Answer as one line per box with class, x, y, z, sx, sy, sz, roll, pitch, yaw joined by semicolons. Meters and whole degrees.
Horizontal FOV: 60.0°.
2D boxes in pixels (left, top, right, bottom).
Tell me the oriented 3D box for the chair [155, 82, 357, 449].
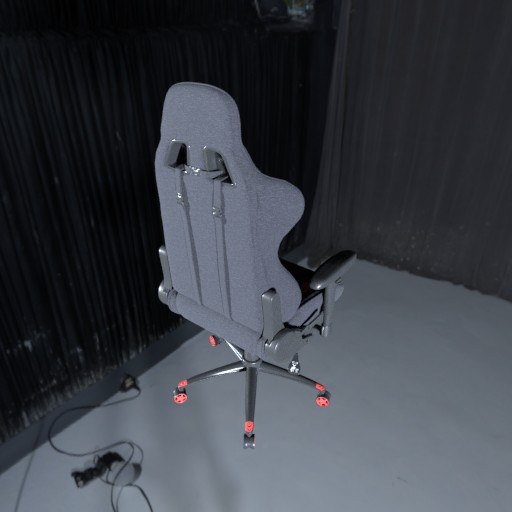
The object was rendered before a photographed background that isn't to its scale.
chair;0.000;0.000;1.721;0.695;1.326;0.658;21;36;32
